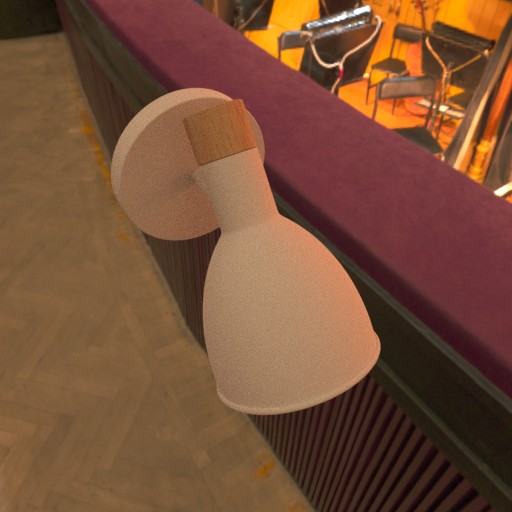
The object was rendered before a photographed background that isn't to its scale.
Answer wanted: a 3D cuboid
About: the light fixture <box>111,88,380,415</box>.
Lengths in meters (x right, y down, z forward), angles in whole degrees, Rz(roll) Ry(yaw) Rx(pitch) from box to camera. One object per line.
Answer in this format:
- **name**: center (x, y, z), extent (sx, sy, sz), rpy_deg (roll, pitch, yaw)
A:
- **light fixture**: center (0.000, 0.000, 0.315), extent (0.127, 0.199, 0.209), rpy_deg (-24, 49, -23)
